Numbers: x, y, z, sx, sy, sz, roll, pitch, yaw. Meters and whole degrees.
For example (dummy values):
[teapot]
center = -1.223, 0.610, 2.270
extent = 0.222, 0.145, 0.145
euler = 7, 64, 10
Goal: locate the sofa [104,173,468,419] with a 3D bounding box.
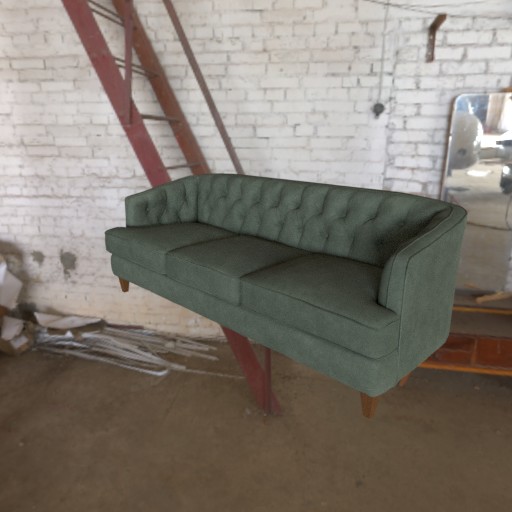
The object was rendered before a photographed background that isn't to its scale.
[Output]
[sofa]
center = 0.000, 0.000, 2.758
extent = 0.941, 0.855, 2.278
euler = -16, 22, -42
